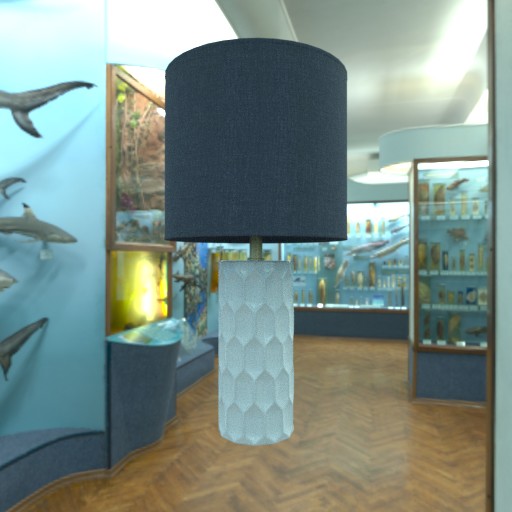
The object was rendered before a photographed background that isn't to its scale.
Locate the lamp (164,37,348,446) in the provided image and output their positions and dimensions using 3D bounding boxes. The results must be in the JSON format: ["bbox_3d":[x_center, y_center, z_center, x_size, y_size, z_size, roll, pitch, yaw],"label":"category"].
[{"bbox_3d":[0.000,0.000,0.682,0.277,0.537,0.277,0,0,17],"label":"lamp"}]
